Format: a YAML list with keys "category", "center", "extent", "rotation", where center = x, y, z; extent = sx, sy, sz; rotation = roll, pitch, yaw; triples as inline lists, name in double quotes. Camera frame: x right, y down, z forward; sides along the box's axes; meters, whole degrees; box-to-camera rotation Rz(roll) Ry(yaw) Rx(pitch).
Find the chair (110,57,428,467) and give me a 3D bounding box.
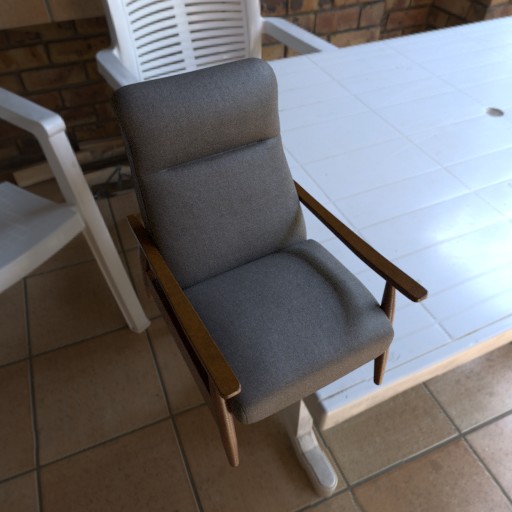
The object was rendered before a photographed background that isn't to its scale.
- category: "chair"
  center: [0.000, 0.000, 1.707]
  extent: [0.762, 1.081, 1.014]
  rotation: [-22, 49, -20]
